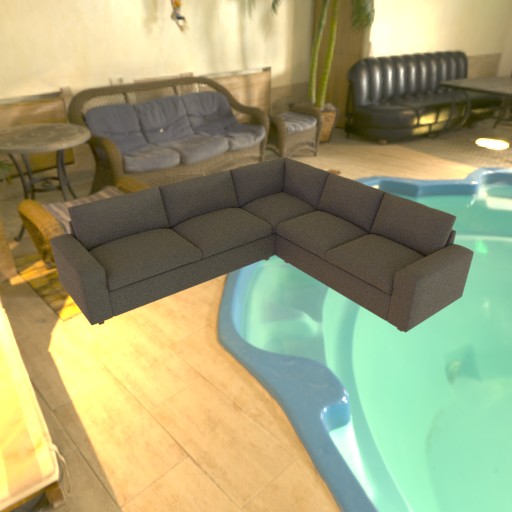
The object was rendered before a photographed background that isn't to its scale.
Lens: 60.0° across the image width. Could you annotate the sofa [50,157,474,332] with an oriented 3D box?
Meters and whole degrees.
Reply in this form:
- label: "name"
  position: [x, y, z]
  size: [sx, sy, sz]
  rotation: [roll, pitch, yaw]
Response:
- label: "sofa"
  position: [0.000, 0.000, 4.603]
  size: [3.277, 0.965, 2.895]
  rotation: [-21, 35, -32]
